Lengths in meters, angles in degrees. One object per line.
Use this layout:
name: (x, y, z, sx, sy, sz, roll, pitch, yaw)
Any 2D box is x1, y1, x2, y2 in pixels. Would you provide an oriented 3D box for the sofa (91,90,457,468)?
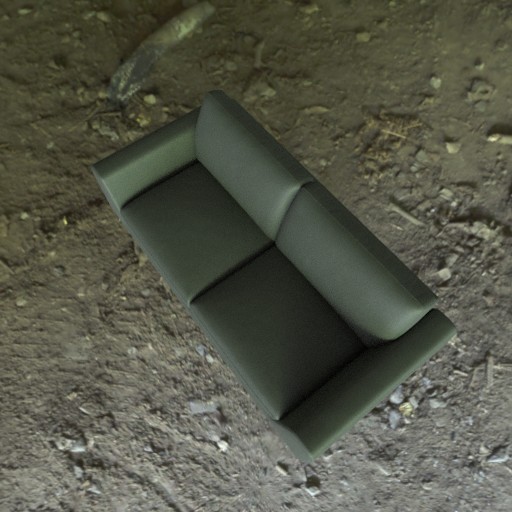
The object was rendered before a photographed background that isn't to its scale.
sofa: (0.000, 0.000, 2.526, 0.953, 0.875, 2.017, -34, 68, -16)
